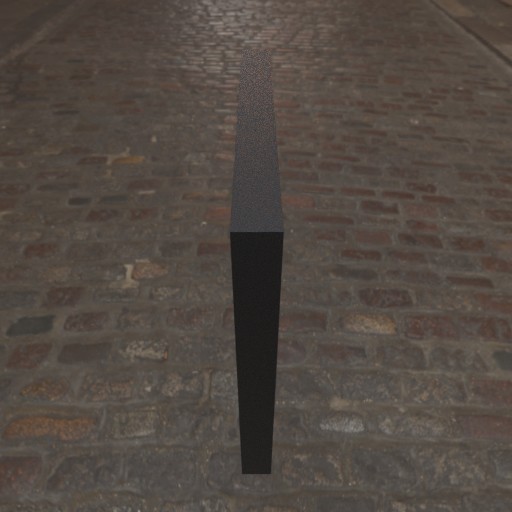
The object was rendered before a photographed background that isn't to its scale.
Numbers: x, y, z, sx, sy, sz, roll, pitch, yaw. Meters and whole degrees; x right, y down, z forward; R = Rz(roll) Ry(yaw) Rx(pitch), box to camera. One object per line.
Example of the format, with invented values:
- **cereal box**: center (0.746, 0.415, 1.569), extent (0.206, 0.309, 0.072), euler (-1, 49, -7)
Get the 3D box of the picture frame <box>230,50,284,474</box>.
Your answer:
- **picture frame**: center (0.000, 0.000, 0.468), extent (0.030, 0.317, 0.317), euler (0, 42, 0)
